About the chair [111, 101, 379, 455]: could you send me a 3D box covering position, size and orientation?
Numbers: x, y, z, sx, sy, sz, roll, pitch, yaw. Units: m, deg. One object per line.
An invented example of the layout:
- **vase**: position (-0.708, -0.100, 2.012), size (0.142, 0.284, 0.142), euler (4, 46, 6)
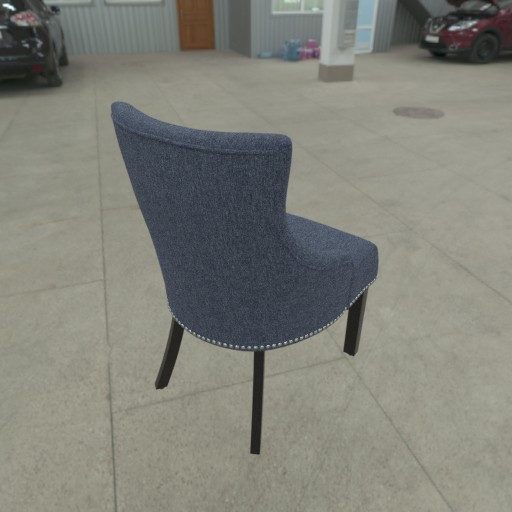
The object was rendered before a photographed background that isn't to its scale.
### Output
- **chair**: position (0.000, 0.000, 1.321), size (0.566, 0.909, 0.629), euler (21, 37, 31)
